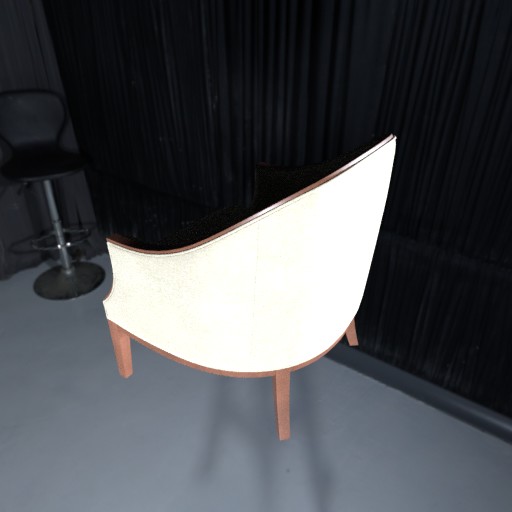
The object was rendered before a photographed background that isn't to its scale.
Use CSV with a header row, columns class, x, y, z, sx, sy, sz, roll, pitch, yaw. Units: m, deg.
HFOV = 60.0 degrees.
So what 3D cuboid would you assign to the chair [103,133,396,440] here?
class,x,y,z,sx,sy,sz,roll,pitch,yaw
chair,0.000,0.000,1.493,0.735,0.876,0.803,20,37,29
